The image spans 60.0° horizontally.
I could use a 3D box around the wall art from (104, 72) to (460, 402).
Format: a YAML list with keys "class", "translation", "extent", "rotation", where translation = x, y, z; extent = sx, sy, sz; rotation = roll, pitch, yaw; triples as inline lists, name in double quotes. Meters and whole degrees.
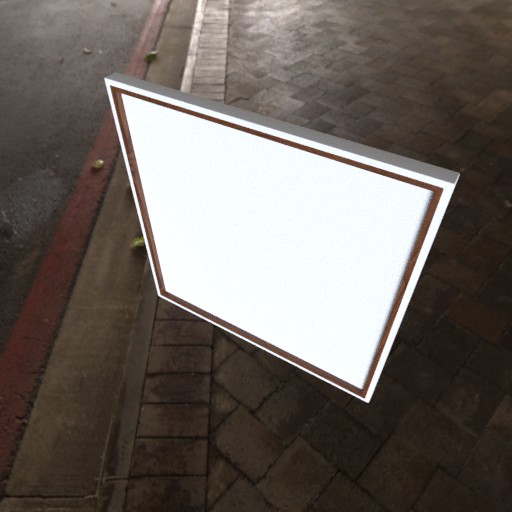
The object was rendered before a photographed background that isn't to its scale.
- class: "wall art"
  translation: [0.000, 0.000, 1.494]
  extent: [1.009, 1.009, 0.049]
  rotation: [23, 50, 21]
